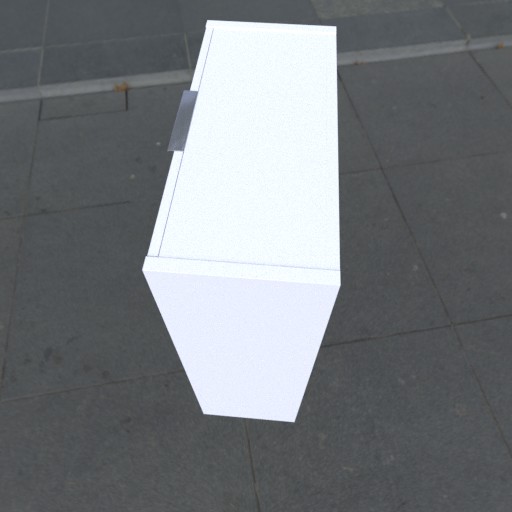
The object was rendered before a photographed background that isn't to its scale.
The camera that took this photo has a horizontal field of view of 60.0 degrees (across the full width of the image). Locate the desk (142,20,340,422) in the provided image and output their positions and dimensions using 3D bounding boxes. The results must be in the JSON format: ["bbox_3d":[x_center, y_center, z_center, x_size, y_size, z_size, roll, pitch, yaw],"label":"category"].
[{"bbox_3d":[0.000,0.000,1.563,0.390,1.190,0.850,4,58,3],"label":"desk"}]
